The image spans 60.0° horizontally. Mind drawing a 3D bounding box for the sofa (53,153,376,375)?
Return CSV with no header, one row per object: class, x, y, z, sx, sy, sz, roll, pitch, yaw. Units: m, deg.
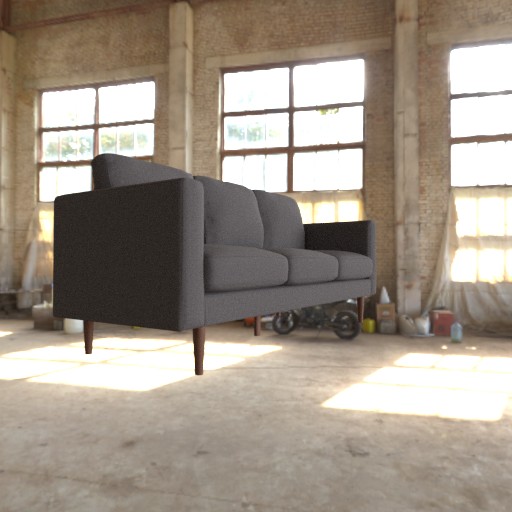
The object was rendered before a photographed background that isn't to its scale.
sofa,0.000,0.000,2.550,0.802,0.912,2.029,0,-1,34
